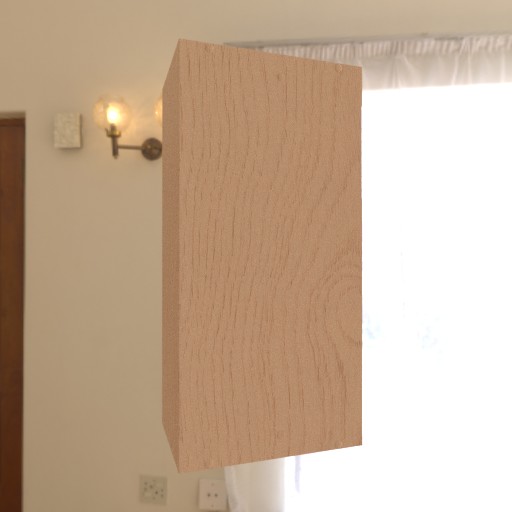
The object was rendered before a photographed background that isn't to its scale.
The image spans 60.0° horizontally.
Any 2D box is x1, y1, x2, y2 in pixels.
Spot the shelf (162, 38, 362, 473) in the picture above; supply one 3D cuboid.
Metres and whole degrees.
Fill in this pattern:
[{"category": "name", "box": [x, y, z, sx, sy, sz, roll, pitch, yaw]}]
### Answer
[{"category": "shelf", "box": [0.000, 0.000, 0.750, 0.290, 0.600, 0.200, 0, 0, -18]}]
